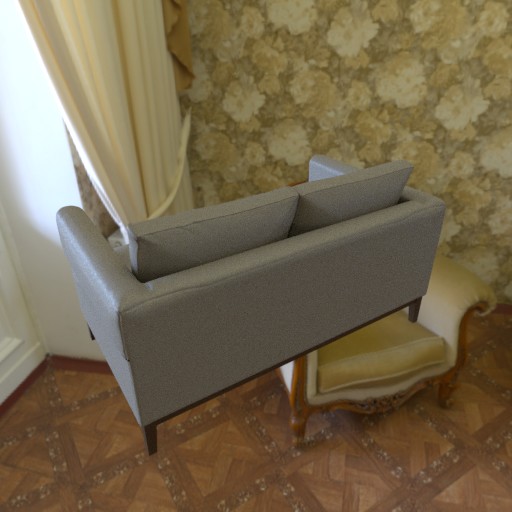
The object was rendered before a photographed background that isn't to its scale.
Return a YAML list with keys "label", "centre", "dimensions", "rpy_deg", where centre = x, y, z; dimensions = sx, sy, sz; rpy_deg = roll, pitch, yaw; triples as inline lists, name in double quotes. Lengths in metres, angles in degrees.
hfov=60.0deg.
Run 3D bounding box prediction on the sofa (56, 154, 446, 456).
- label: "sofa"
  centre: [0.000, 0.000, 2.149]
  dimensions: [1.598, 0.873, 0.899]
  rpy_deg: [-18, 34, -28]
